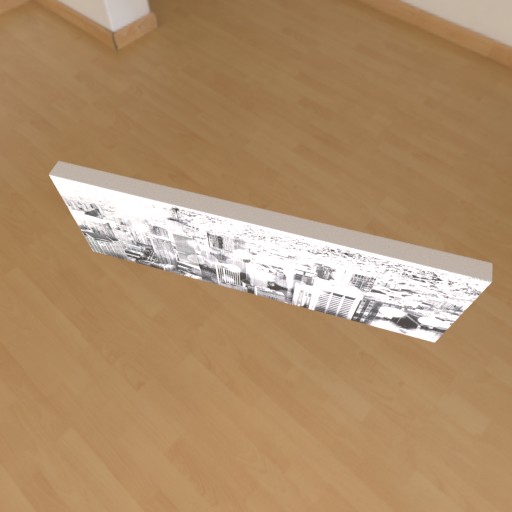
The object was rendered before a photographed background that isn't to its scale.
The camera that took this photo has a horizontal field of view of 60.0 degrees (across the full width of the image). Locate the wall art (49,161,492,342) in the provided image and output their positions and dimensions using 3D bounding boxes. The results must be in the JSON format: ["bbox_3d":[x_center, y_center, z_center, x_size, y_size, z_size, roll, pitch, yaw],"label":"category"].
[{"bbox_3d":[0.000,0.000,0.852,0.763,0.255,0.038,14,59,9],"label":"wall art"}]
